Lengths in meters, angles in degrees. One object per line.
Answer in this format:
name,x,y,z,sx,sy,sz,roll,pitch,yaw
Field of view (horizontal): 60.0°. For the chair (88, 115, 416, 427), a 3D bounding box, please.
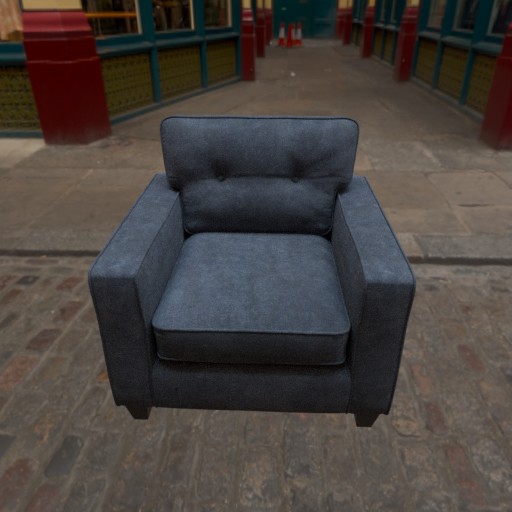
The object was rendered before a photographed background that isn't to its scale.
chair,0.000,0.000,1.779,1.015,0.965,0.939,1,30,2
